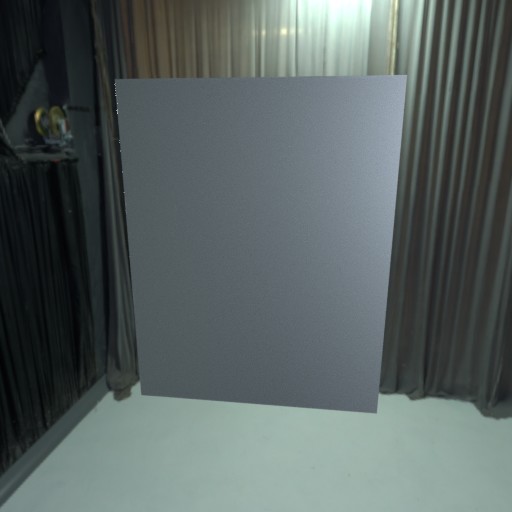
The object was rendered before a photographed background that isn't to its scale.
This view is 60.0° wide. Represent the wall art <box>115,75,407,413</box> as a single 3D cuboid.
[{"bbox_3d":[0.000,0.000,0.760,0.444,0.569,0.025,2,16,7],"label":"wall art"}]
